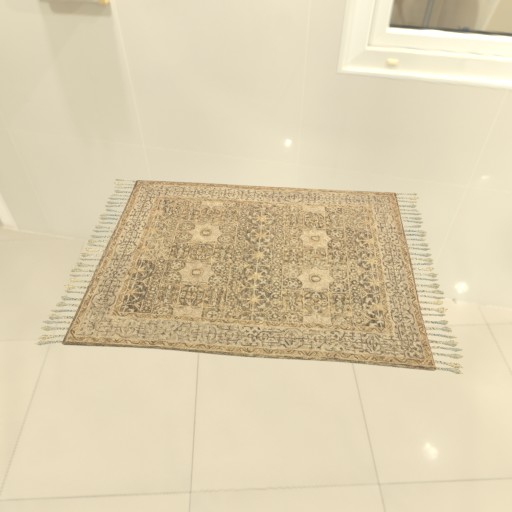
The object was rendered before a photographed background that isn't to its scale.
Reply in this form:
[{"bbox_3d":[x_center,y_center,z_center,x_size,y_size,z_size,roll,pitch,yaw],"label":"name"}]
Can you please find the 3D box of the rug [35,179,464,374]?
[{"bbox_3d":[0.000,0.000,3.031,2.465,0.023,1.619,3,45,3],"label":"rug"}]
